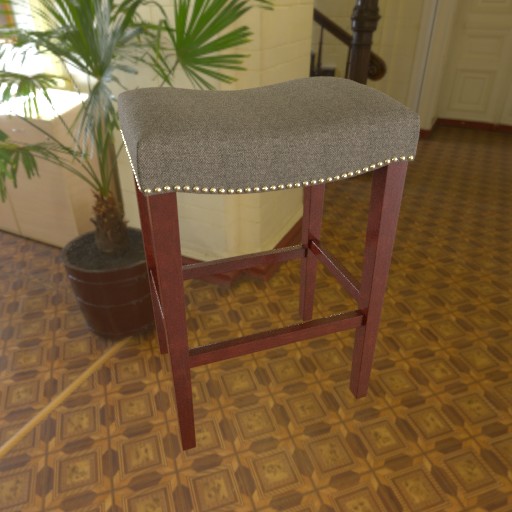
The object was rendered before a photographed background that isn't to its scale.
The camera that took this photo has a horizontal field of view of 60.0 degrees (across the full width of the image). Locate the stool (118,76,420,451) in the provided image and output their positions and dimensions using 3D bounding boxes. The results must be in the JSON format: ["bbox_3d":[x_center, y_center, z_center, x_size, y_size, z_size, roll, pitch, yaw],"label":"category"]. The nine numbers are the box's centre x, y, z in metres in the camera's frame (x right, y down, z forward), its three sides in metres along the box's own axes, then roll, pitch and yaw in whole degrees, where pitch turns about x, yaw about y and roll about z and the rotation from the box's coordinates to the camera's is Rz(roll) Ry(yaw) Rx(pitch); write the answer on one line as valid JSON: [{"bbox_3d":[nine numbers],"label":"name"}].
[{"bbox_3d":[0.000,0.000,1.032,0.504,0.742,0.372,-10,33,-16],"label":"stool"}]
